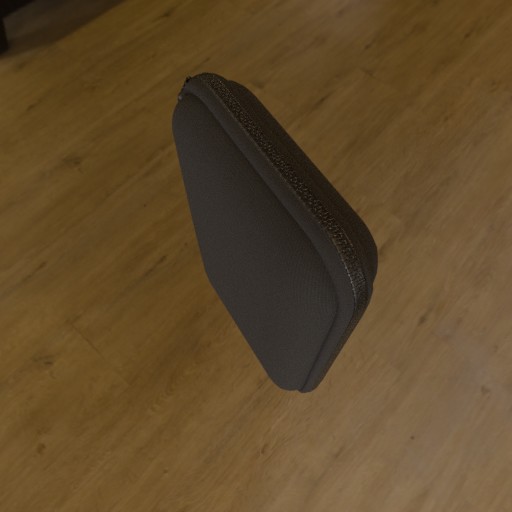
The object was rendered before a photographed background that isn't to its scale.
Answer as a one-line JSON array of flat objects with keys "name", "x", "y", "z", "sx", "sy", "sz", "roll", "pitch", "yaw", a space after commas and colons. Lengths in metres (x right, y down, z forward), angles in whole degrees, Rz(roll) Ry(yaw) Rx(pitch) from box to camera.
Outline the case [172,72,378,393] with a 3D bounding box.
[{"name": "case", "x": 0.000, "y": 0.000, "z": 0.188, "sx": 0.030, "sy": 0.147, "sz": 0.107, "roll": -29, "pitch": 66, "yaw": -14}]
